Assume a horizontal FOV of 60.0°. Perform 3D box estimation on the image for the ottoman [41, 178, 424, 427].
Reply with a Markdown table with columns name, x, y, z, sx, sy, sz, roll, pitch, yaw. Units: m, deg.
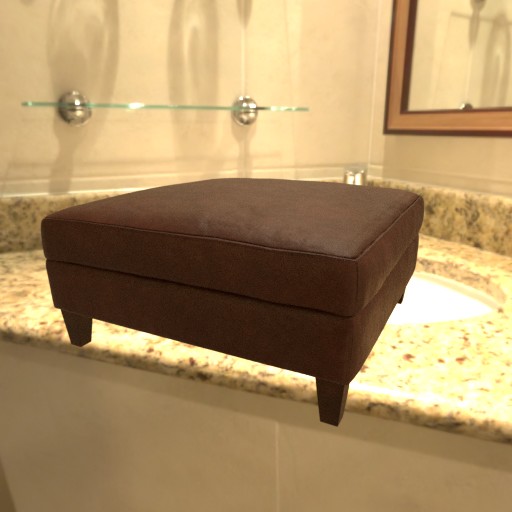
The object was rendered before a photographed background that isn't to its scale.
| name | x | y | z | sx | sy | sz | roll | pitch | yaw |
| --- | --- | --- | --- | --- | --- | --- | --- | --- | --- |
| ottoman | 0.000 | 0.000 | 1.314 | 0.844 | 0.415 | 0.836 | 8 | 19 | 26 |
